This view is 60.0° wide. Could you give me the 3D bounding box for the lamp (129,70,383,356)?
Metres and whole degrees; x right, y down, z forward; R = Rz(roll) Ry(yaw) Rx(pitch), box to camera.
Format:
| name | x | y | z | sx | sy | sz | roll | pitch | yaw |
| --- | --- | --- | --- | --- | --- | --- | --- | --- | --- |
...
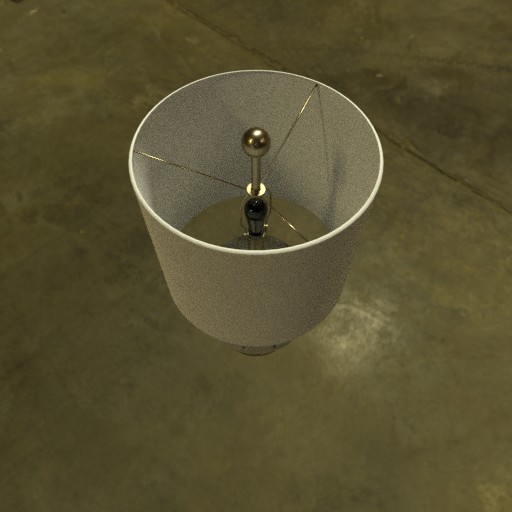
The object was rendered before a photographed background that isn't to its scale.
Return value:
| name | x | y | z | sx | sy | sz | roll | pitch | yaw |
| --- | --- | --- | --- | --- | --- | --- | --- | --- | --- |
| lamp | 0.000 | 0.000 | 0.618 | 0.254 | 0.452 | 0.254 | 0 | 58 | 0 |
